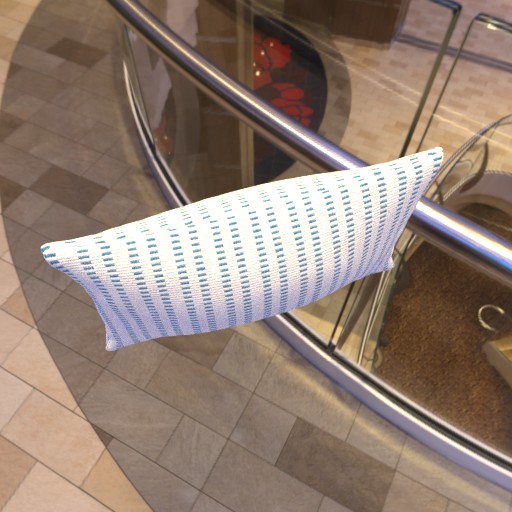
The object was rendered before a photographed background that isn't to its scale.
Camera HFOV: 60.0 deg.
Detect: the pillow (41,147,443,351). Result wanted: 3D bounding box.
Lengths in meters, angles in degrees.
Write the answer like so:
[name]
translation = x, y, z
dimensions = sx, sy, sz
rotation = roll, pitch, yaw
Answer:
[pillow]
translation = 0.000, 0.000, 0.808
dimensions = 0.640, 0.353, 0.210
rotation = -15, 58, -10
